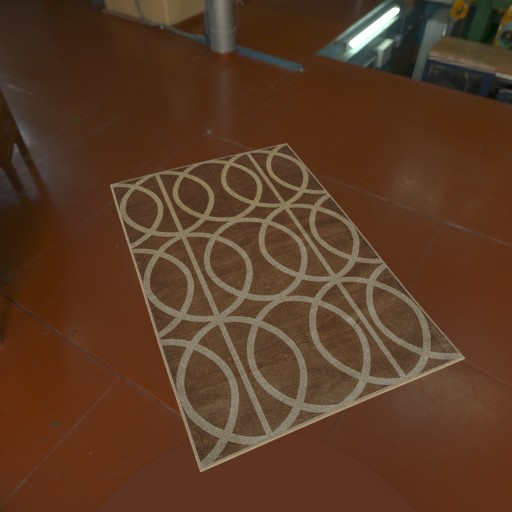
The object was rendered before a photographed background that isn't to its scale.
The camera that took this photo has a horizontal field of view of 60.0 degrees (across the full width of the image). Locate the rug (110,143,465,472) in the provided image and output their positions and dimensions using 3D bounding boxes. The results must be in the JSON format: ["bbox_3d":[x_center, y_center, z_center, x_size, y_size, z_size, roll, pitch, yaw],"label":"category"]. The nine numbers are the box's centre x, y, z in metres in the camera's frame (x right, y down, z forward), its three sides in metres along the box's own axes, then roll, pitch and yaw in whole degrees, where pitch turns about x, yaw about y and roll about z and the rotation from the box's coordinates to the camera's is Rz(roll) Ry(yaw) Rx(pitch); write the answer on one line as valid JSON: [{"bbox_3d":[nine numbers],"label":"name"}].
[{"bbox_3d":[0.000,0.000,2.939,1.526,0.014,2.290,-17,49,-15],"label":"rug"}]
